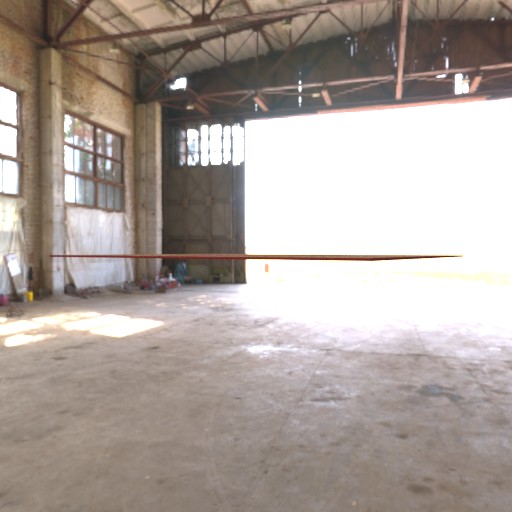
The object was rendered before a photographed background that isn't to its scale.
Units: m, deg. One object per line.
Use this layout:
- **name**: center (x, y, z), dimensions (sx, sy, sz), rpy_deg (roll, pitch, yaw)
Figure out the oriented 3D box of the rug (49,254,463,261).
- **rug**: center (0.000, 0.000, 2.915), dimensions (2.211, 0.013, 1.593), rpy_deg (0, 1, 36)
